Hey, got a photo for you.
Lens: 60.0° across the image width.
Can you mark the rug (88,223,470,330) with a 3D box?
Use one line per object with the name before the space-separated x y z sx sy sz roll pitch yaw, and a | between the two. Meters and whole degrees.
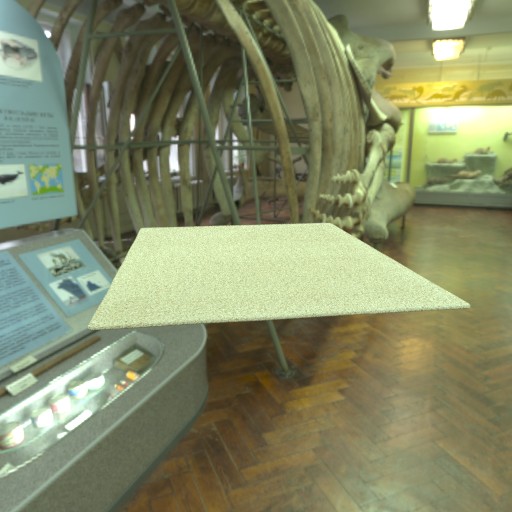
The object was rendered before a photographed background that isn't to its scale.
rug | 0.000 0.000 4.207 2.438 0.029 3.047 -2 15 -8
